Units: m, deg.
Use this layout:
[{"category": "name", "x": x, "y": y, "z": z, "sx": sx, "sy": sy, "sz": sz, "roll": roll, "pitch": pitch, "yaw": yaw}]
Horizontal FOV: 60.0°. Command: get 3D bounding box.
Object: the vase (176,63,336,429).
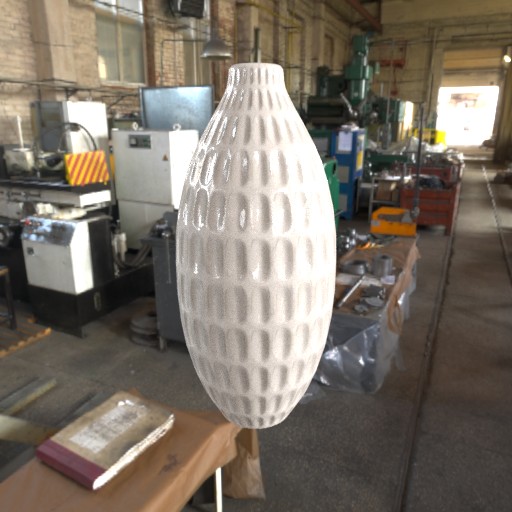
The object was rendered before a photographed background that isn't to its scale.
[{"category": "vase", "x": 0.000, "y": 0.000, "z": 0.355, "sx": 0.127, "sy": 0.282, "sz": 0.127, "roll": 0, "pitch": 17, "yaw": 0}]
